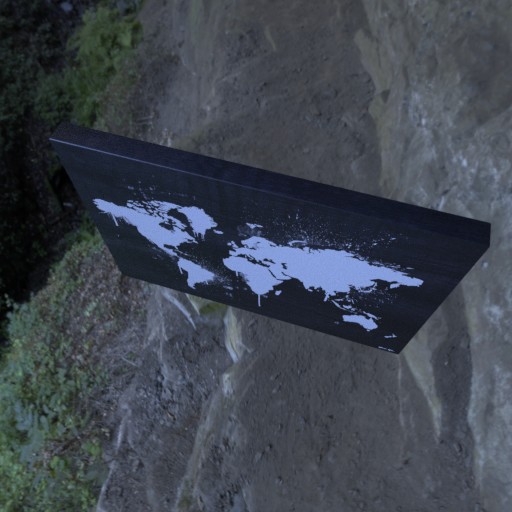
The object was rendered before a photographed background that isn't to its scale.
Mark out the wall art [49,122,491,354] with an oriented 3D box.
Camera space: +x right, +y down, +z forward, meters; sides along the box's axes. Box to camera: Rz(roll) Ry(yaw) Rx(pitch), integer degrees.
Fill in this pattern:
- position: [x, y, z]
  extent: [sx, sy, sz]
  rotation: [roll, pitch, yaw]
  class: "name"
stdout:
- position: [0.000, 0.000, 0.770]
  extent: [0.610, 0.409, 0.038]
  rotation: [15, 60, 9]
  class: "wall art"
